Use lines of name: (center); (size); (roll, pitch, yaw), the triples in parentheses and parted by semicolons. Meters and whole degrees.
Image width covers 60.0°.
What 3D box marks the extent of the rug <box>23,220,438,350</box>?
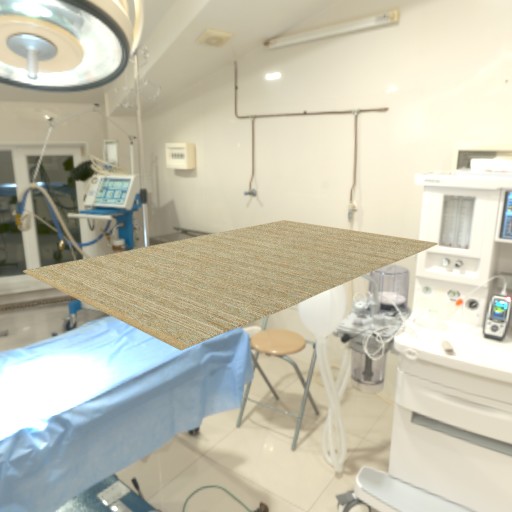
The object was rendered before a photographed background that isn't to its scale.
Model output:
rug: (0.000, 0.000, 3.013); (1.540, 0.012, 2.448); (13, 19, 41)
